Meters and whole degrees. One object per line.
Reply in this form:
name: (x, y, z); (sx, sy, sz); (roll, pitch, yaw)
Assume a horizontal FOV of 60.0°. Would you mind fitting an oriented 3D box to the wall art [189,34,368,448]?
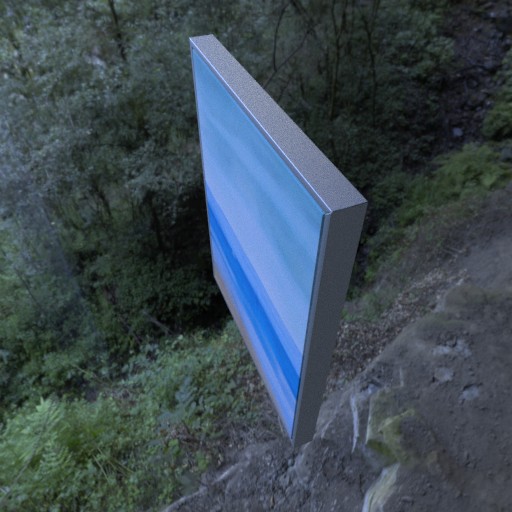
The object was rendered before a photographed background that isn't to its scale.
wall art: (0.000, 0.000, 0.742); (0.039, 0.553, 0.445); (-17, 48, -15)
